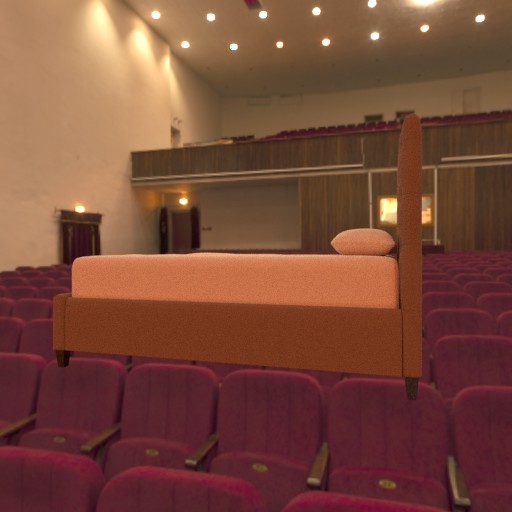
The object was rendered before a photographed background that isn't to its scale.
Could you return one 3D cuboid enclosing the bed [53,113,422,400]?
[{"bbox_3d":[0.000,0.000,3.307,2.233,1.426,1.696,0,0,17],"label":"bed"}]
